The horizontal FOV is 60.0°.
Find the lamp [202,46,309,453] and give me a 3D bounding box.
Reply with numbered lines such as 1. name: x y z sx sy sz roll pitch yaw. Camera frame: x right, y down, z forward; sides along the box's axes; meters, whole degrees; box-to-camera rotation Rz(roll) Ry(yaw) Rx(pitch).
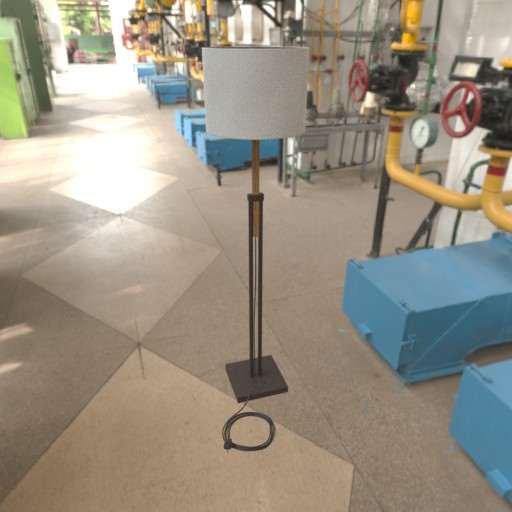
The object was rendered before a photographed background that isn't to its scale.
1. lamp: 0.000 0.000 1.944 0.474 1.650 0.639 -8 27 -15
